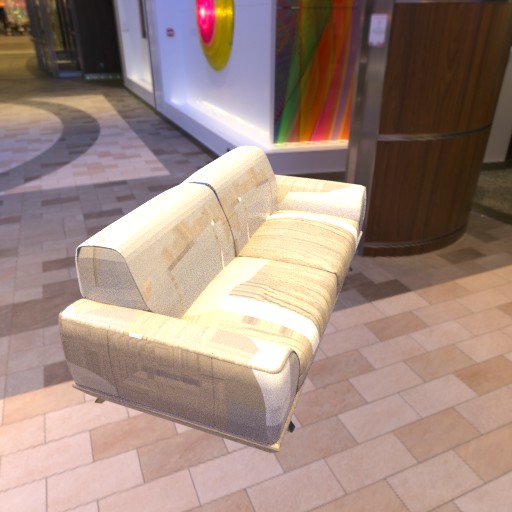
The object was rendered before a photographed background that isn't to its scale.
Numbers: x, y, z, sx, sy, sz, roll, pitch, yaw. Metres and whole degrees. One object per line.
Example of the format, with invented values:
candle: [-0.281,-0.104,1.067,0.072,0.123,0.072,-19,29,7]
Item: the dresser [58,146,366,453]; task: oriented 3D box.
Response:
dresser: [0.000,0.000,5.747,2.251,1.863,4.679,10,30,18]
